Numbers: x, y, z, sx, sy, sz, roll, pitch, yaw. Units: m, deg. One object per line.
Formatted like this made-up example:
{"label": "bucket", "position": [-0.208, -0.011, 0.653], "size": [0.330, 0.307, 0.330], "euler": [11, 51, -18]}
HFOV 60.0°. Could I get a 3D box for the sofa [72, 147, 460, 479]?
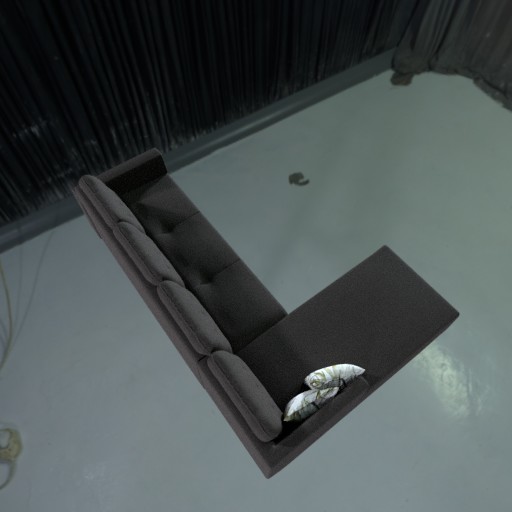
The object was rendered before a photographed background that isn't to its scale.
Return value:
{"label": "sofa", "position": [0.000, 0.000, 3.581], "size": [1.829, 0.932, 2.679], "euler": [-33, 64, -18]}
